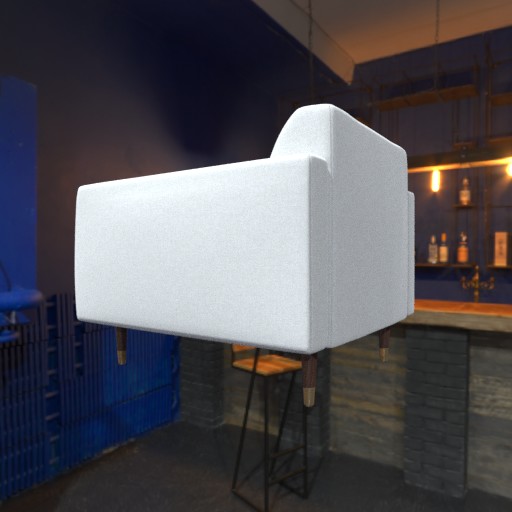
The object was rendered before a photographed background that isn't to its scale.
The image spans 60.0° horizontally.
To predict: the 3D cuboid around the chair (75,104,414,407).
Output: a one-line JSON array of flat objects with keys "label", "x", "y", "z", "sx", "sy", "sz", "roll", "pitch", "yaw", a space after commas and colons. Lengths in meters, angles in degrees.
[{"label": "chair", "x": 0.000, "y": 0.000, "z": 1.694, "sx": 0.998, "sy": 0.819, "sz": 0.953, "roll": 0, "pitch": 1, "yaw": 35}]
